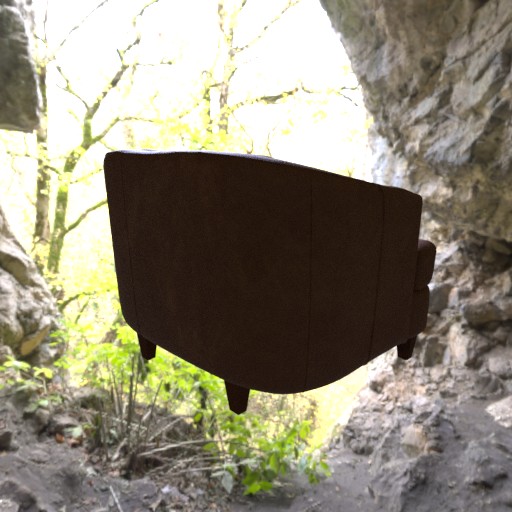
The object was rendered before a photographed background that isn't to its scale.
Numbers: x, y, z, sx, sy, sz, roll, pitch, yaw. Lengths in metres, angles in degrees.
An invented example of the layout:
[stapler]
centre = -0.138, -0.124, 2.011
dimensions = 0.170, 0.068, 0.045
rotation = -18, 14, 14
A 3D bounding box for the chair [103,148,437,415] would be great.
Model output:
[chair]
centre = 0.000, 0.000, 1.771
dimensions = 1.119, 0.836, 0.911
rotation = 14, 20, 43
